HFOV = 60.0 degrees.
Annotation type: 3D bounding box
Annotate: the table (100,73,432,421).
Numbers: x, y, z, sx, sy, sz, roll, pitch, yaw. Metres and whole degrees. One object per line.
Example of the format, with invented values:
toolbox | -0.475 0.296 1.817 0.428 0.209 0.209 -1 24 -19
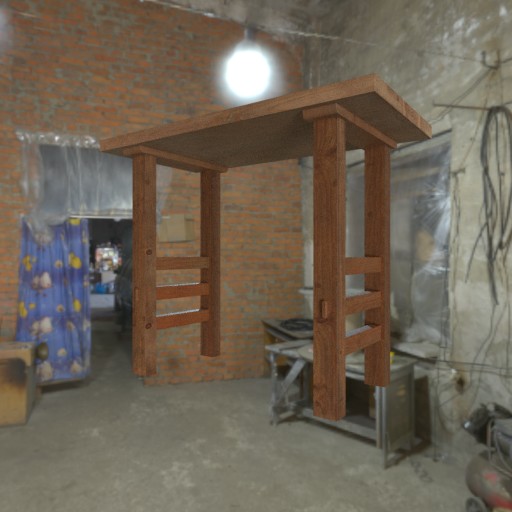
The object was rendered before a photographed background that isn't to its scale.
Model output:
table | 0.000 0.000 1.654 1.119 0.914 0.556 0 0 35
